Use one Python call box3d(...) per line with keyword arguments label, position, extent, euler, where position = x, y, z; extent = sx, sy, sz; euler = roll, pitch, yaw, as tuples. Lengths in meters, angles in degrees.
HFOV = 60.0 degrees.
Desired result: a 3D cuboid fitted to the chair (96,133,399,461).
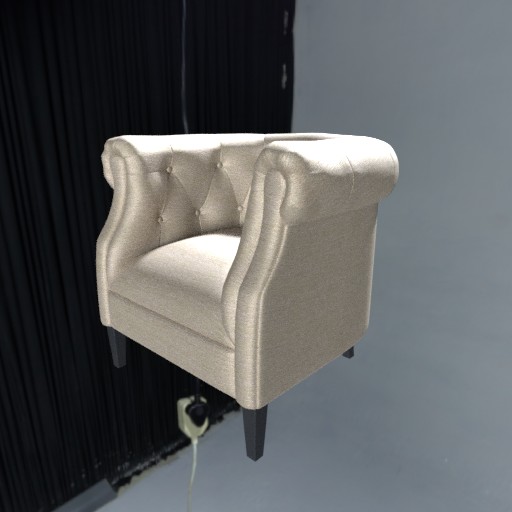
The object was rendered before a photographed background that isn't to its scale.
box3d(label="chair", position=(0.000, 0.000, 1.567), extent=(0.905, 0.827, 0.852), euler=(15, 22, 41))
